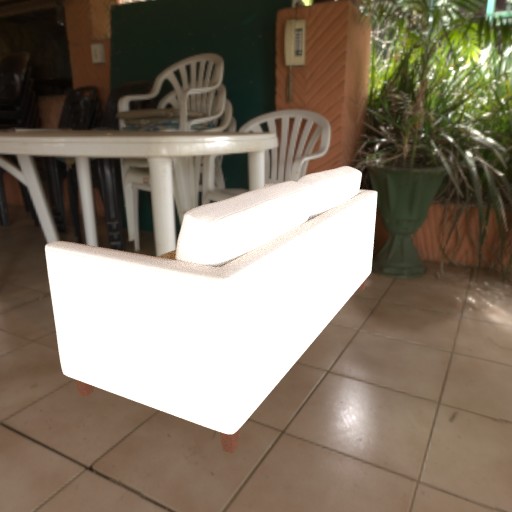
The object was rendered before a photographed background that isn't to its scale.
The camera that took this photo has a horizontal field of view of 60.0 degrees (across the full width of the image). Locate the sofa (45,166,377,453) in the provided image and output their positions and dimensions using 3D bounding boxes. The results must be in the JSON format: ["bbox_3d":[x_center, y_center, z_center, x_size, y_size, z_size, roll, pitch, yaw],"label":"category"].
[{"bbox_3d":[0.000,0.000,2.596,0.924,0.933,2.139,9,19,26],"label":"sofa"}]
